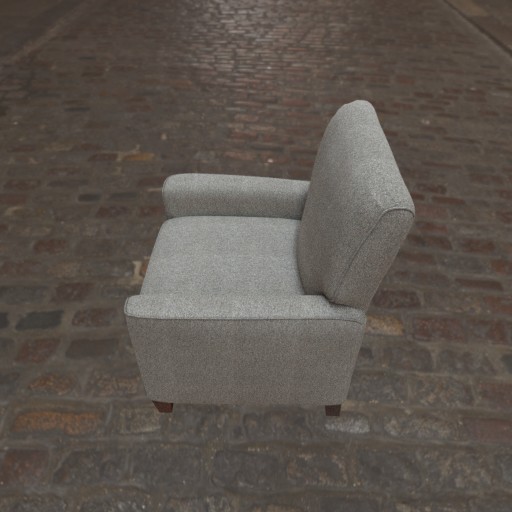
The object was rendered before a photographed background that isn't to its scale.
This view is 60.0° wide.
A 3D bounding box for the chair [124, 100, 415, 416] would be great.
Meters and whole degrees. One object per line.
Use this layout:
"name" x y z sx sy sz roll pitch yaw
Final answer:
"chair" 0.000 0.000 1.704 0.858 1.028 0.841 1 42 1
